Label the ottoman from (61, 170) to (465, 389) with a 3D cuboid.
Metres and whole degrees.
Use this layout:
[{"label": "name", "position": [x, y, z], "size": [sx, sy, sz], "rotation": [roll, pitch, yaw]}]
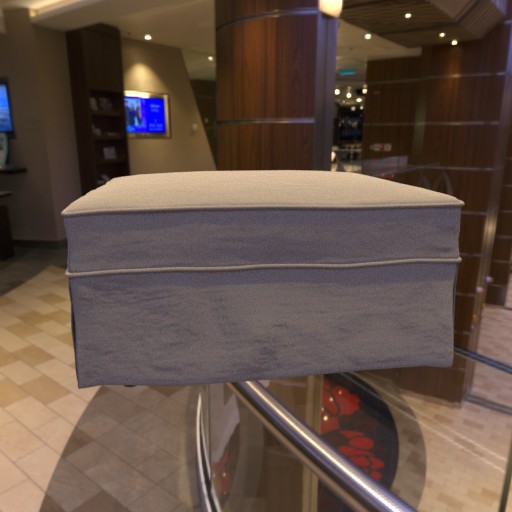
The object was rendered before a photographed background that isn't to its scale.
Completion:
[{"label": "ottoman", "position": [0.000, 0.000, 1.305], "size": [0.944, 0.479, 0.703], "rotation": [-2, 15, -8]}]
